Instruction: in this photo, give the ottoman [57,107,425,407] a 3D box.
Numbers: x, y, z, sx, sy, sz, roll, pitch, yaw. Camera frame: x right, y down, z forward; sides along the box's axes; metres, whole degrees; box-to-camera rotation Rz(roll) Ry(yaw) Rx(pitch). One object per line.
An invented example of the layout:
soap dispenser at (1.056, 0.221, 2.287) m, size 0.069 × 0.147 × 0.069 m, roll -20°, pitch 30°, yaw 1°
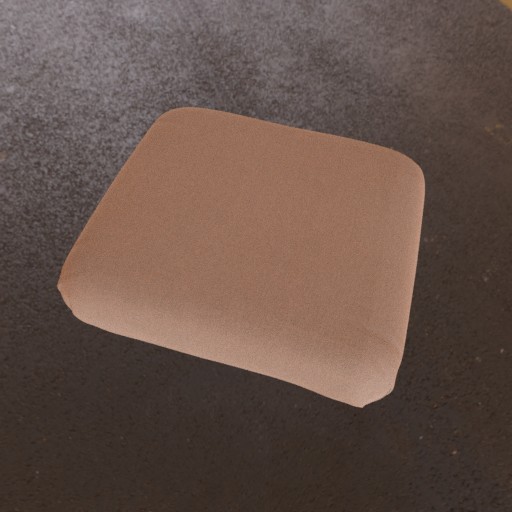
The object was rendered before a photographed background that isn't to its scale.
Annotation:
ottoman at (0.000, 0.000, 1.146) m, size 0.746 × 0.450 × 0.639 m, roll 15°, pitch 58°, yaw 9°
